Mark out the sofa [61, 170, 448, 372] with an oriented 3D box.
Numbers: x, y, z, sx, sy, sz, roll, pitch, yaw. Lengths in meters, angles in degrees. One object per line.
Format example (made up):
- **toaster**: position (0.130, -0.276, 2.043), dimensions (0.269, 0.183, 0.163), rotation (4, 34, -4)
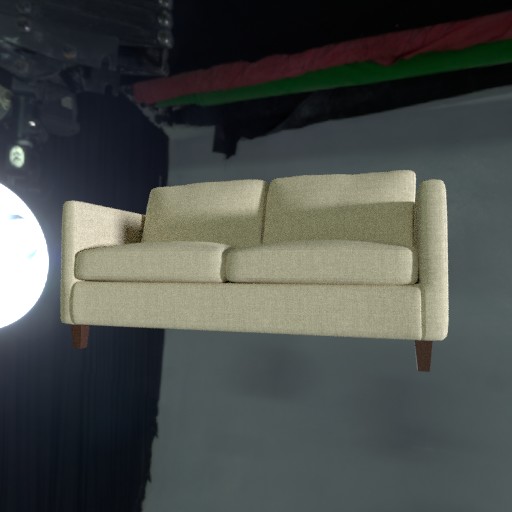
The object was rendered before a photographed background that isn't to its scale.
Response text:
- **sofa**: position (0.000, 0.000, 2.447), dimensions (1.884, 0.963, 0.950), rotation (-1, -2, 18)
